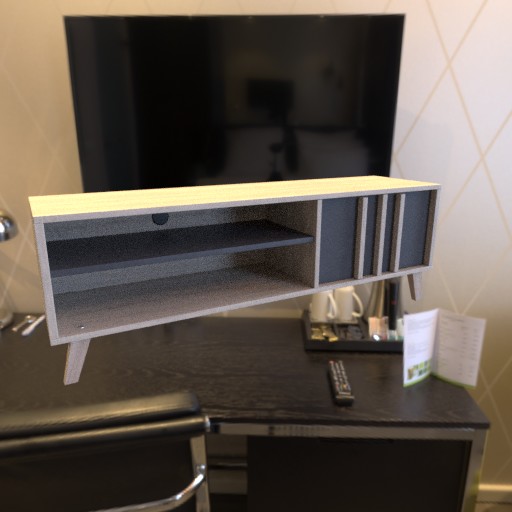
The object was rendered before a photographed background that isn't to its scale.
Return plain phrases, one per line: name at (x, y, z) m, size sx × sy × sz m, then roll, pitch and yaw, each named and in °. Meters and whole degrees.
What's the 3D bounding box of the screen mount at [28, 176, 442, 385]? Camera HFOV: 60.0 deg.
screen mount at (0.000, 0.000, 1.708) m, size 1.500 × 0.509 × 0.401 m, roll -8°, pitch 18°, yaw -27°
